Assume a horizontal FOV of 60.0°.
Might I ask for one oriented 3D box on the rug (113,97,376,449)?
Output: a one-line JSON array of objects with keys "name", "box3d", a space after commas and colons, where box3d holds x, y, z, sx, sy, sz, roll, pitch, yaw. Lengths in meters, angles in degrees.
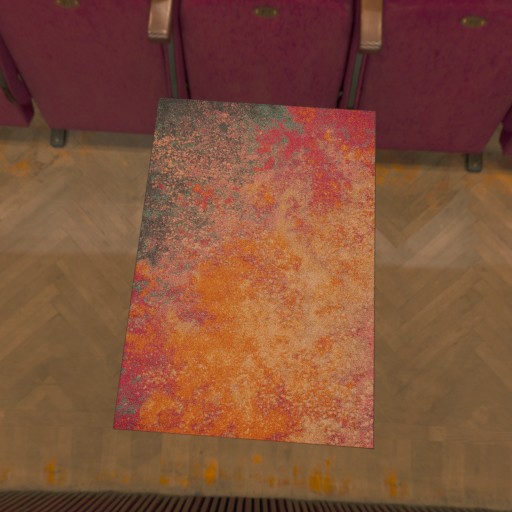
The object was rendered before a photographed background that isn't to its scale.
[{"name": "rug", "box3d": [0.000, 0.000, 3.733, 2.007, 0.013, 2.896, 4, 76, 1]}]
